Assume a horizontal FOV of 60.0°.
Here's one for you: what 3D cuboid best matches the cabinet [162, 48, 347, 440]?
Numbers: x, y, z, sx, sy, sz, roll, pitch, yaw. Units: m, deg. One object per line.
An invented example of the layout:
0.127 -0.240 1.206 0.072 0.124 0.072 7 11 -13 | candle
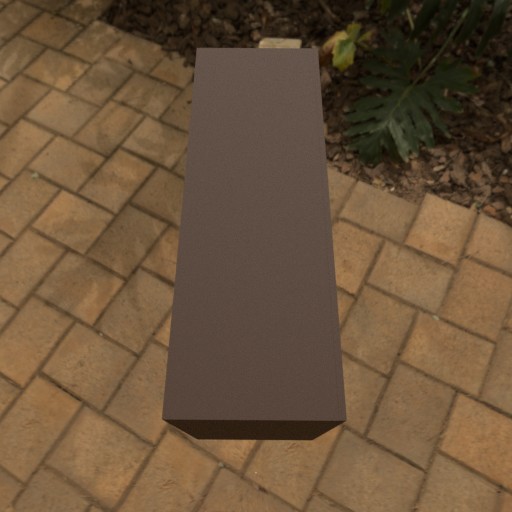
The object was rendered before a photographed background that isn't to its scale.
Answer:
0.000 0.000 1.870 0.482 0.914 1.396 0 64 0 | cabinet
